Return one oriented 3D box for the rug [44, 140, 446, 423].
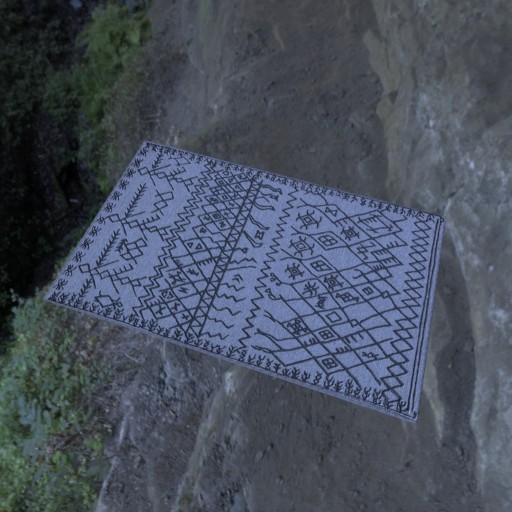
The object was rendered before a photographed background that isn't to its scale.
[{"bbox_3d":[0.000,0.000,3.090,2.444,0.012,1.526,16,60,9],"label":"rug"}]
